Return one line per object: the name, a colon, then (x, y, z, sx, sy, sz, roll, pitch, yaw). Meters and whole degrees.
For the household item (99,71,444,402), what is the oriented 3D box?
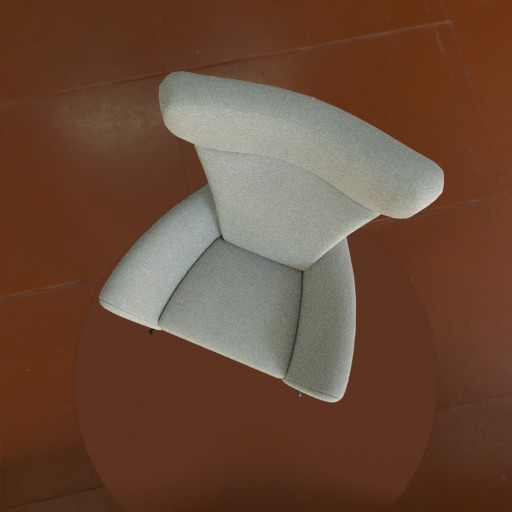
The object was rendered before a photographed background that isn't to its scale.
household item: (0.000, 0.000, 1.756, 0.980, 1.050, 0.900, 21, 77, 5)
